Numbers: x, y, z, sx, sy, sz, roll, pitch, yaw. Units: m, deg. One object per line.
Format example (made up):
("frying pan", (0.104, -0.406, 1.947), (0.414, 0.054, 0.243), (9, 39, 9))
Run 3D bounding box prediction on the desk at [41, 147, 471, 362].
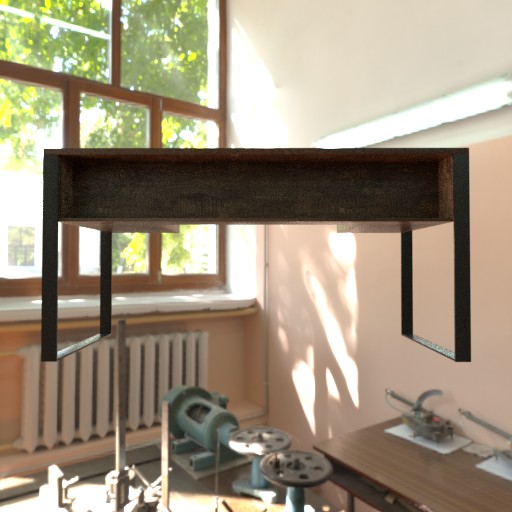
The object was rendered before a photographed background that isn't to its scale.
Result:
("desk", (0.000, 0.000, 1.877), (1.524, 0.762, 0.599), (0, -1, 0))
